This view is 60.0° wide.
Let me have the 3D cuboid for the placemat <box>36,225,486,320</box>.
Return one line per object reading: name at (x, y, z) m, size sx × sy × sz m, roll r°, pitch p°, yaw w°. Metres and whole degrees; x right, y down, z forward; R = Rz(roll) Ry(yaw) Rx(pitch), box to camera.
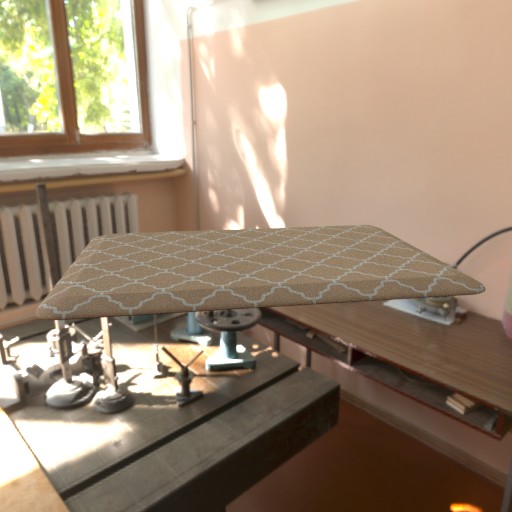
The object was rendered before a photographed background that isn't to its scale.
placemat at (0.000, 0.000, 0.952) m, size 0.762 × 0.021 × 0.508 m, roll -3°, pitch 17°, yaw -8°
